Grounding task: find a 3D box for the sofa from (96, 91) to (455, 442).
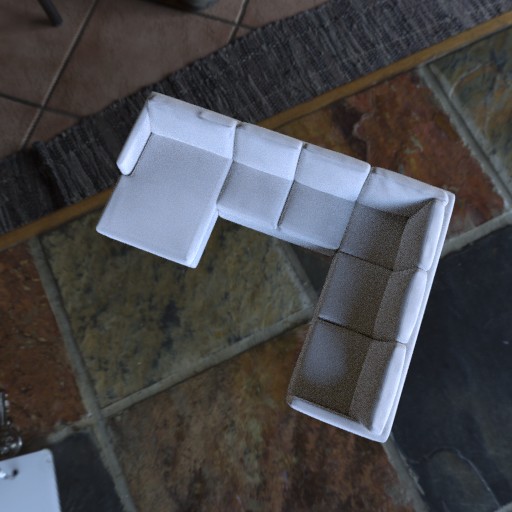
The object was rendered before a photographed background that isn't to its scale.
[{"bbox_3d":[0.000,0.000,4.630,3.459,0.956,2.593,20,76,5],"label":"sofa"}]
